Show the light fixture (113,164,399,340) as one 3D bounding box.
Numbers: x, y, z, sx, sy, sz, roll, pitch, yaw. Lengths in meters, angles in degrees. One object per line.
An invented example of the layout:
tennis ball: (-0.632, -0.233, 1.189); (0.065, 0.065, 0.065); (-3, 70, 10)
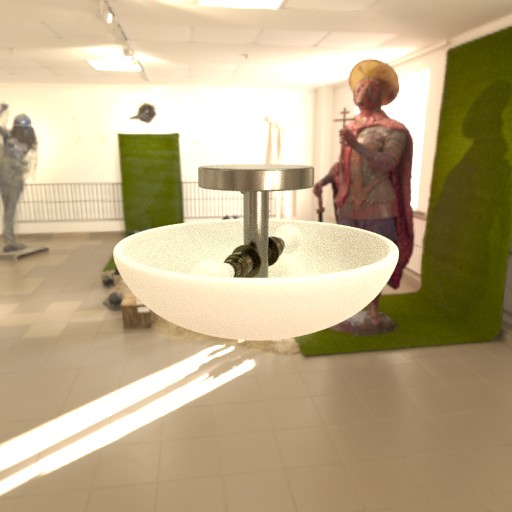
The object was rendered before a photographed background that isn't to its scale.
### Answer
light fixture: (0.000, 0.000, 0.540); (0.330, 0.214, 0.330); (0, 14, 0)
